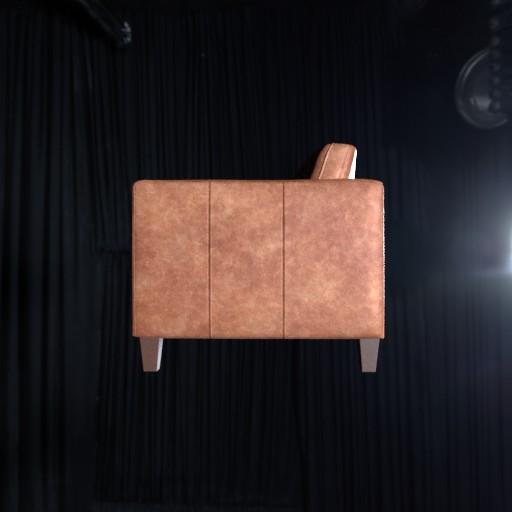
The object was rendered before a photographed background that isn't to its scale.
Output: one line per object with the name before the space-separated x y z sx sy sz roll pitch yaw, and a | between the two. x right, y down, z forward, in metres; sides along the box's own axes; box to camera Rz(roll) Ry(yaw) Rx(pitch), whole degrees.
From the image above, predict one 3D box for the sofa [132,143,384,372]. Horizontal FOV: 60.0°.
sofa | 0.000 0.000 2.513 0.923 0.863 1.971 0 -1 1
